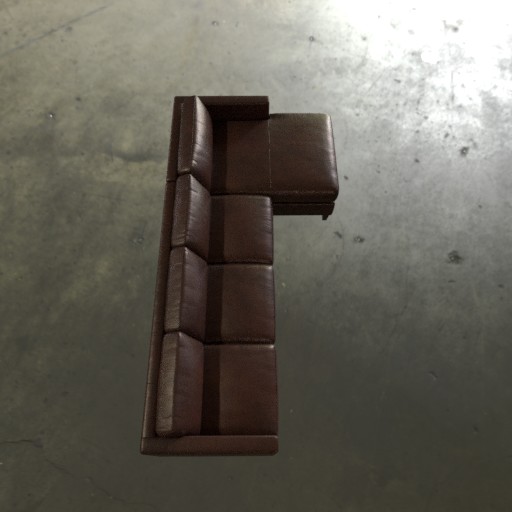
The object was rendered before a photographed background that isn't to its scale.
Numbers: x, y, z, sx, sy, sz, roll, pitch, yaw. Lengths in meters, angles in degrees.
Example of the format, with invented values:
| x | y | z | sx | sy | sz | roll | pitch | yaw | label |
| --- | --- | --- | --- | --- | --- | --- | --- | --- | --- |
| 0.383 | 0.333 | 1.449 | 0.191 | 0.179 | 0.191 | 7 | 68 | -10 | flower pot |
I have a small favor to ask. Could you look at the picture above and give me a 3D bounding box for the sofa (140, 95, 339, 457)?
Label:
| x | y | z | sx | sy | sz | roll | pitch | yaw | label |
| --- | --- | --- | --- | --- | --- | --- | --- | --- | --- |
| 0.000 | 0.000 | 3.907 | 1.581 | 0.883 | 3.203 | 0 | 64 | 0 | sofa |
